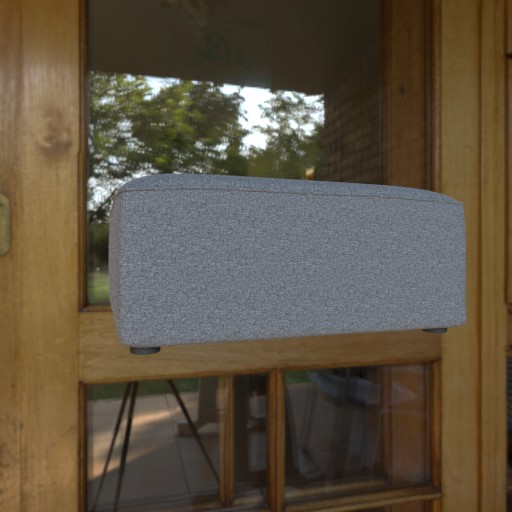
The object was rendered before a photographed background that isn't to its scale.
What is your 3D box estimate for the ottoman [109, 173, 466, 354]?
[{"bbox_3d":[0.000,0.000,1.634,1.015,0.464,1.005,0,0,-19],"label":"ottoman"}]
